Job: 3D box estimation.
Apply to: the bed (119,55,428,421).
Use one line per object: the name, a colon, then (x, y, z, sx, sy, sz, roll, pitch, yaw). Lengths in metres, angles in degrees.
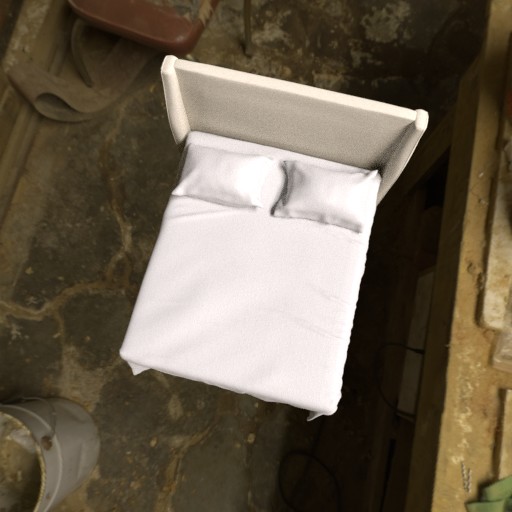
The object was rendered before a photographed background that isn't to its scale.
bed: (0.000, 0.000, 3.466, 1.925, 1.332, 2.276, 14, 76, 3)
